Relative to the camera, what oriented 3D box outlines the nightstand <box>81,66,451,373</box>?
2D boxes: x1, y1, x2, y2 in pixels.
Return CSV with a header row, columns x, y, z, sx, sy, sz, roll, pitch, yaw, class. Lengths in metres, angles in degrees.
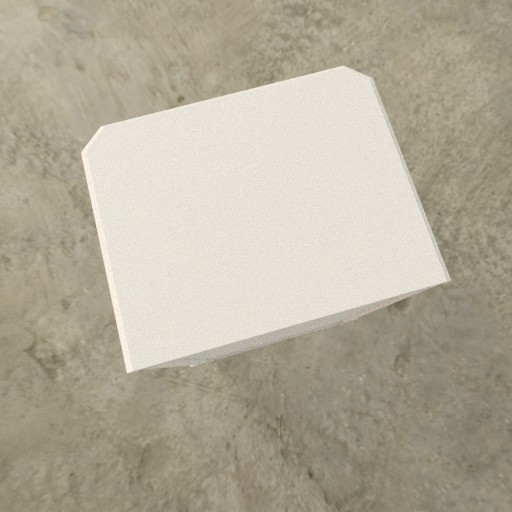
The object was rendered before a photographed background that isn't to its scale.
x,y,z,sx,sy,sz,roll,pitch,yaw,class
0.000,0.000,0.924,0.435,0.681,0.351,-15,77,-4,nightstand
